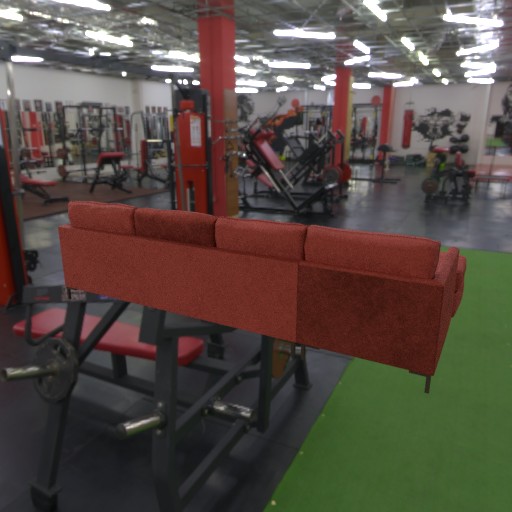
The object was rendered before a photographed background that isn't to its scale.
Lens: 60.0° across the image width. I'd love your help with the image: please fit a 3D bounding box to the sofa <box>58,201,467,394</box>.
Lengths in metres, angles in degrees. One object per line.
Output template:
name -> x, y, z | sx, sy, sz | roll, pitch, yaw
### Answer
sofa -> 0.000, 0.000, 4.026 | 3.400, 0.967, 1.500 | 9, 18, 28
